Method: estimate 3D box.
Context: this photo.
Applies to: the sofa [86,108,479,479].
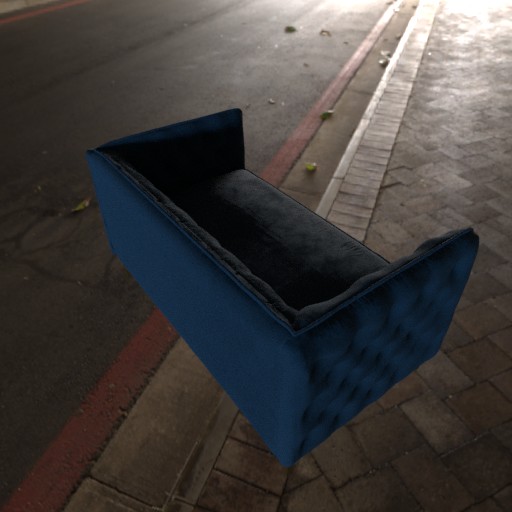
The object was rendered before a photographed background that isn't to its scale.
[{"bbox_3d":[0.000,0.000,2.076,0.909,0.810,1.583,-25,45,-28],"label":"sofa"}]
